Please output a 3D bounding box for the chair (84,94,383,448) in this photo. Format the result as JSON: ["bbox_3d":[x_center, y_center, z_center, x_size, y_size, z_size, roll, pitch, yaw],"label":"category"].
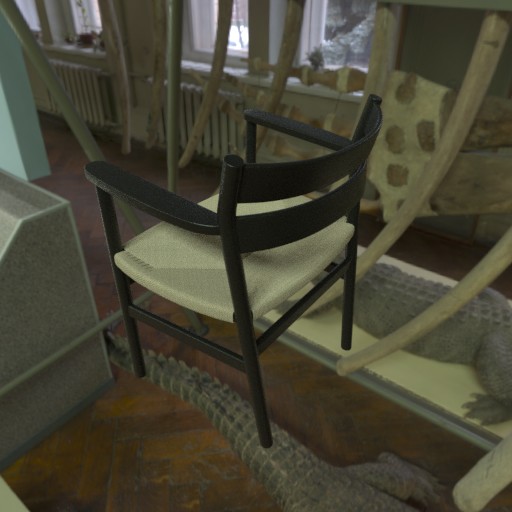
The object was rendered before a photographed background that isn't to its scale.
[{"bbox_3d":[0.000,0.000,1.181,0.508,0.775,0.630,22,39,31],"label":"chair"}]
